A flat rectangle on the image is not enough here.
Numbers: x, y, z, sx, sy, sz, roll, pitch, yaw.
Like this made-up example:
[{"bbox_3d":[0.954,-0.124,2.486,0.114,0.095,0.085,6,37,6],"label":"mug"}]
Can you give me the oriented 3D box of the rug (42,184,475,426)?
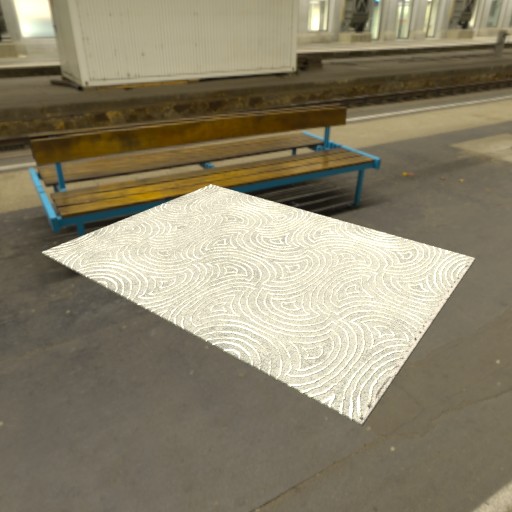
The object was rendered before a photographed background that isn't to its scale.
[{"bbox_3d":[0.000,0.000,2.697,2.144,0.015,1.543,20,35,32],"label":"rug"}]
